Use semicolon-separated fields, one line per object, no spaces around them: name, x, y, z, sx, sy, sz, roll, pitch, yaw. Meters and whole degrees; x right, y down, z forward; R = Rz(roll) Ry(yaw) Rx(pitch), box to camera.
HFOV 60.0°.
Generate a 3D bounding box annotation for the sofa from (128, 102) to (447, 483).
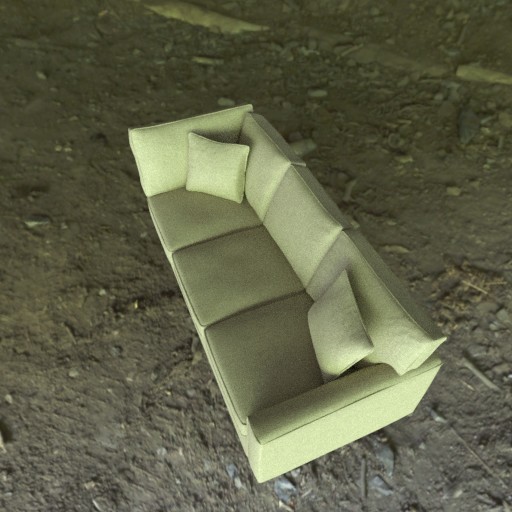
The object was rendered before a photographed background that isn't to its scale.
sofa;0.000;0.000;2.872;1.053;0.948;2.323;-17;50;-15
